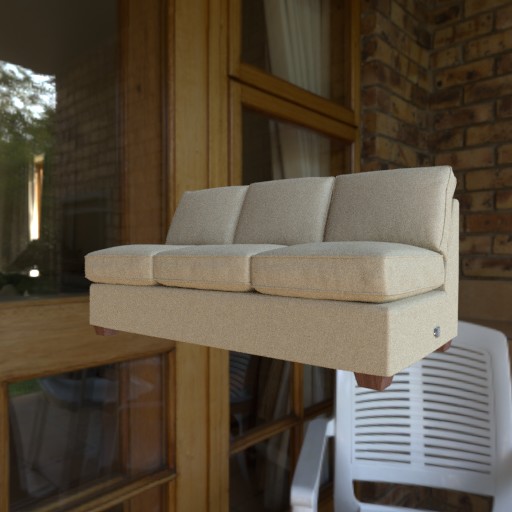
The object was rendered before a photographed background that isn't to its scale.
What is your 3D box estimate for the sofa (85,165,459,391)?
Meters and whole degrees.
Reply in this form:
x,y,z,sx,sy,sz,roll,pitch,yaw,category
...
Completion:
x,y,z,sx,sy,sz,roll,pitch,yaw,category
0.000,0.000,2.539,1.962,0.973,1.027,0,1,38,sofa
